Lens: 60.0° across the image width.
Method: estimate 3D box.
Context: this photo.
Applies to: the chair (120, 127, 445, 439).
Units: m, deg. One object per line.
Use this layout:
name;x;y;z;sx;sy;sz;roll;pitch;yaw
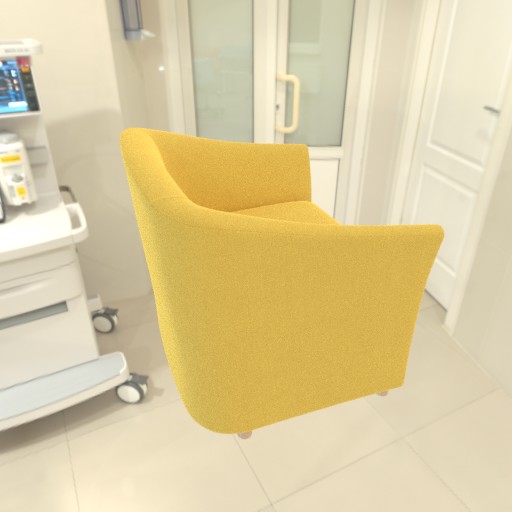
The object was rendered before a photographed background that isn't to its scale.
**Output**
chair;0.000;0.000;1.379;0.700;0.720;0.790;-10;31;-17
